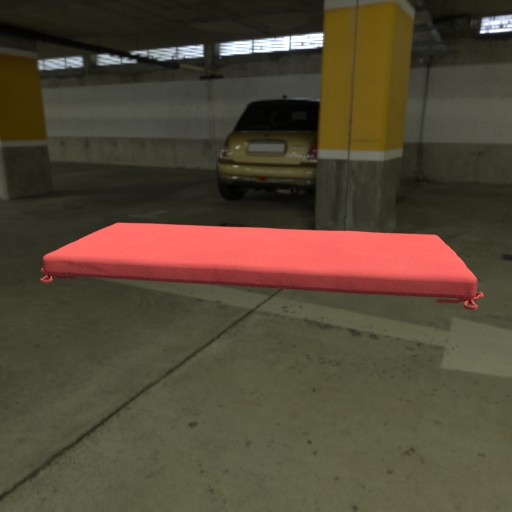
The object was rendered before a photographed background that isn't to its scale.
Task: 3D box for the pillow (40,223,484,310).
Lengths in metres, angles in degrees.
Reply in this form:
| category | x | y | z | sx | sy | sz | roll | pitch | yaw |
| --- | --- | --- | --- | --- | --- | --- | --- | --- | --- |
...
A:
| category | x | y | z | sx | sy | sz | roll | pitch | yaw |
| --- | --- | --- | --- | --- | --- | --- | --- | --- | --- |
| pillow | 0.000 | 0.000 | 1.340 | 1.187 | 0.081 | 0.492 | 3 | 16 | 9 |
